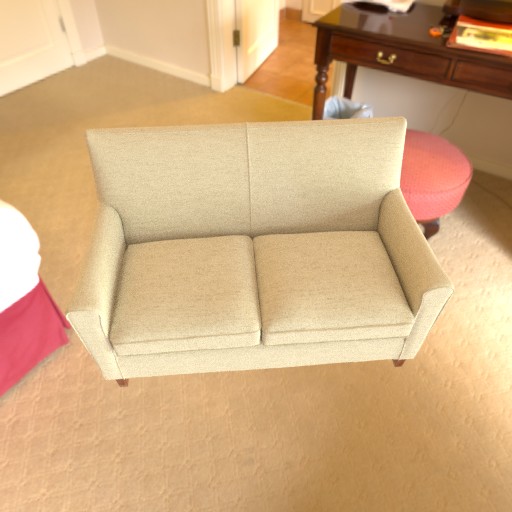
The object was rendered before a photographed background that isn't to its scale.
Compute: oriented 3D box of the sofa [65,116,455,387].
[{"bbox_3d":[0.000,0.000,2.048,1.482,0.892,0.891,-3,45,-3],"label":"sofa"}]
